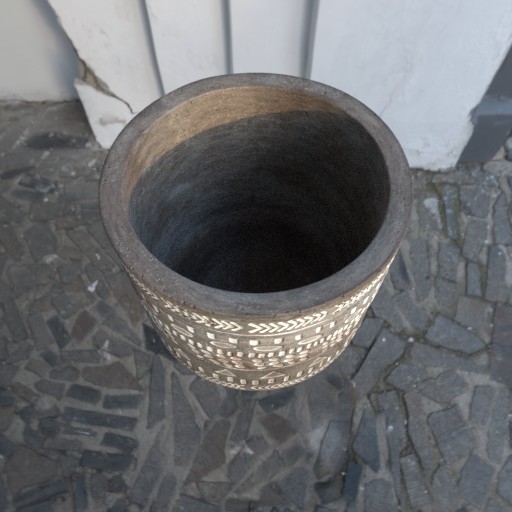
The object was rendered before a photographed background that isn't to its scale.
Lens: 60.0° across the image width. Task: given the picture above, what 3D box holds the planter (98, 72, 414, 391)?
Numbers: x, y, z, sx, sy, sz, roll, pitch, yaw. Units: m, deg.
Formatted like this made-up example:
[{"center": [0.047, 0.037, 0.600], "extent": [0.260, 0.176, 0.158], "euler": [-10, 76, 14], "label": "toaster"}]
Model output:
[{"center": [0.000, 0.000, 0.226], "extent": [0.122, 0.128, 0.122], "euler": [0, 59, 0], "label": "planter"}]
